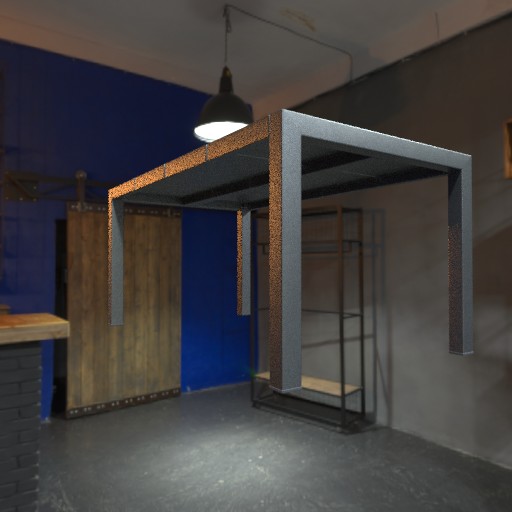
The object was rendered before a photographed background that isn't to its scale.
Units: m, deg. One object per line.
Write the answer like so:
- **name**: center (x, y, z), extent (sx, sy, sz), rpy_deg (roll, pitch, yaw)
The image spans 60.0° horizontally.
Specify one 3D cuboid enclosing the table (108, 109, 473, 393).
- **table**: center (0.000, 0.000, 1.267), extent (0.559, 0.460, 0.965), rpy_deg (1, -1, -34)
